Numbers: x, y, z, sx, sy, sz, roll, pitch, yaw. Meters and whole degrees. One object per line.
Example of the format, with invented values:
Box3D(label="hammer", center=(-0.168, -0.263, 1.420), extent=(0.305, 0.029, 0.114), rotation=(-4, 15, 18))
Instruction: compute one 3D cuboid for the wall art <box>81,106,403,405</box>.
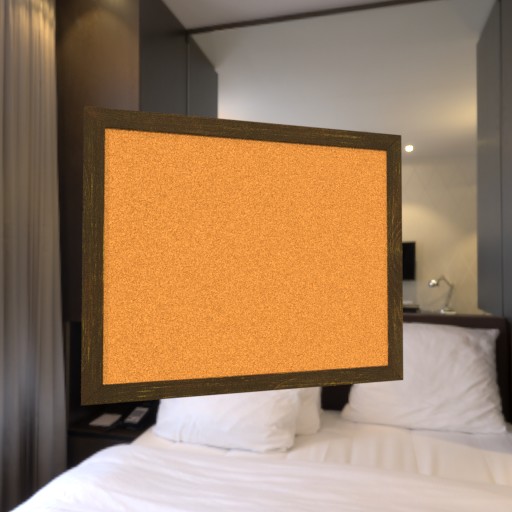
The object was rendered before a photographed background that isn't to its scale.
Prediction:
Box3D(label="wall art", center=(0.000, 0.000, 0.767), extent=(0.558, 0.457, 0.032), rotation=(0, -1, -16))
